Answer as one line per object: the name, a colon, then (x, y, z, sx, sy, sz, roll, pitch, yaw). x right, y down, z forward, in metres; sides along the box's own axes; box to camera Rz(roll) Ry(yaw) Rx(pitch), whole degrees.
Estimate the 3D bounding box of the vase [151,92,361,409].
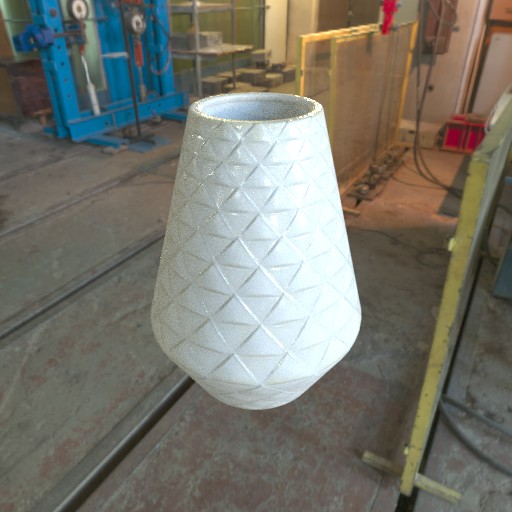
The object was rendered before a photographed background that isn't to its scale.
vase: (0.000, 0.000, 0.350, 0.175, 0.230, 0.175, 0, 31, 0)
